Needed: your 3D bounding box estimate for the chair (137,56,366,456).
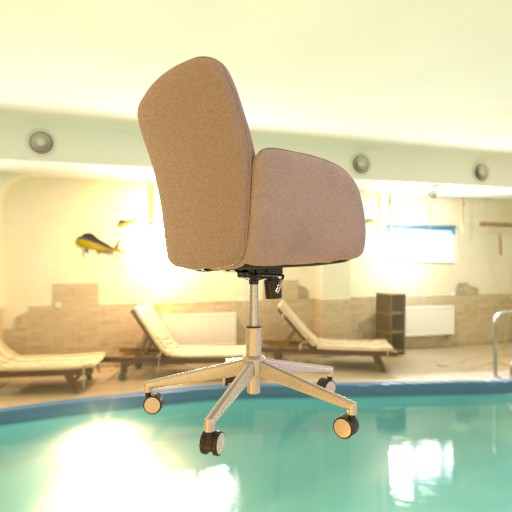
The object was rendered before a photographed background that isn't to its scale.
[{"bbox_3d":[0.000,0.000,1.366,0.654,0.959,0.648,0,-1,-35],"label":"chair"}]
